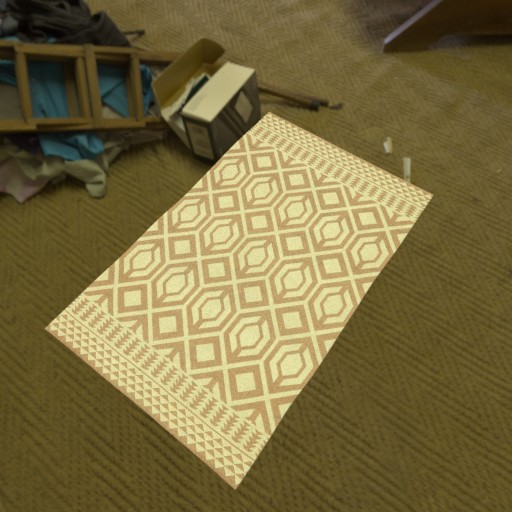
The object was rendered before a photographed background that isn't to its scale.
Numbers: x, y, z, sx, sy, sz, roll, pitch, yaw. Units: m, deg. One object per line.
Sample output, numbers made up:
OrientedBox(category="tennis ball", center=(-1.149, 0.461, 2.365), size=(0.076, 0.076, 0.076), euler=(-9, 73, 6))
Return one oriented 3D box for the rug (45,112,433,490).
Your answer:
OrientedBox(category="rug", center=(0.000, 0.000, 3.057), size=(1.526, 0.011, 2.435), euler=(32, 65, 18))
